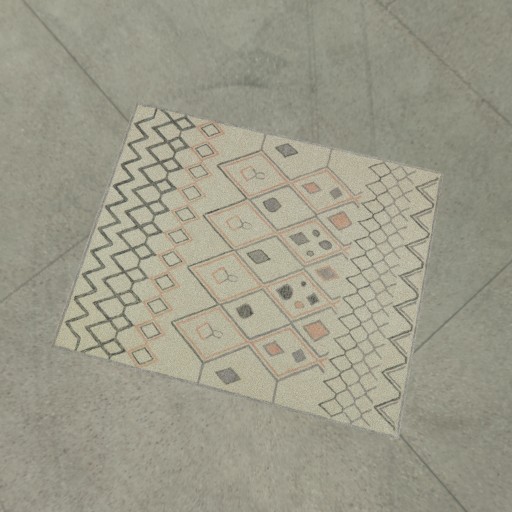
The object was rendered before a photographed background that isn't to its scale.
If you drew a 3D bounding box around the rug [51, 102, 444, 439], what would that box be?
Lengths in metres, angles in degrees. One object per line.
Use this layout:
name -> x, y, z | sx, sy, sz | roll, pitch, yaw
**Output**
rug -> 0.000, 0.000, 4.015 | 3.050, 0.016, 2.441 | 14, 77, 3
